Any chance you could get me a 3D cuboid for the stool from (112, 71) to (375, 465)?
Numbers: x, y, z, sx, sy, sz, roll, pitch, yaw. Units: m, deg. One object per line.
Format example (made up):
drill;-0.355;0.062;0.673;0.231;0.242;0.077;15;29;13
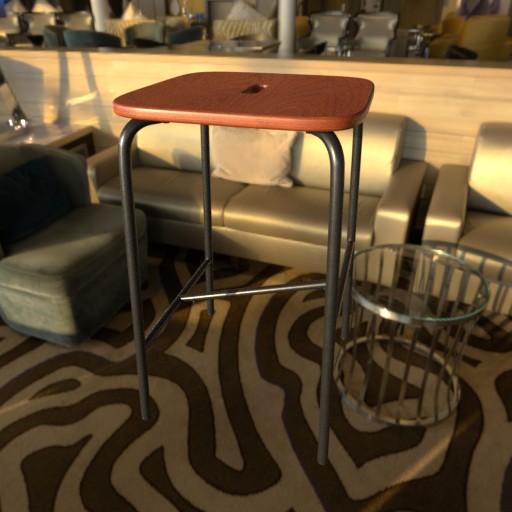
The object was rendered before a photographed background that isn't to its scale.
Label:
stool;0.000;0.000;0.852;0.376;0.610;0.376;8;31;14
